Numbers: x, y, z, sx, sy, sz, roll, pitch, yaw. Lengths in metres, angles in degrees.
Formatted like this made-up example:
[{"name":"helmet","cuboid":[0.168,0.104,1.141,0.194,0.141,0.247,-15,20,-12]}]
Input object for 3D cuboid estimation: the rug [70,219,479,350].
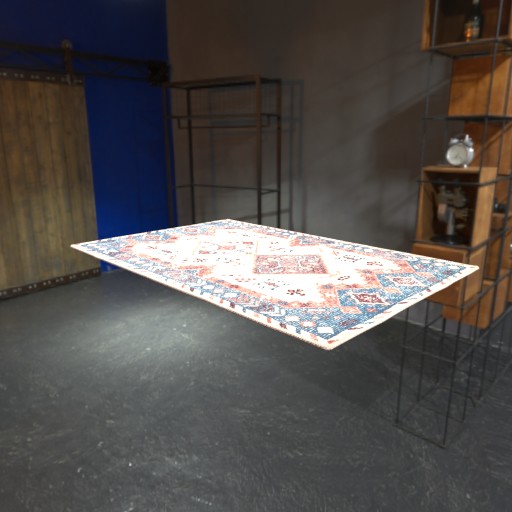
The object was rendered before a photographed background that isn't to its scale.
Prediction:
[{"name":"rug","cuboid":[0.000,0.000,2.347,1.225,0.015,1.840,-14,21,-43]}]
